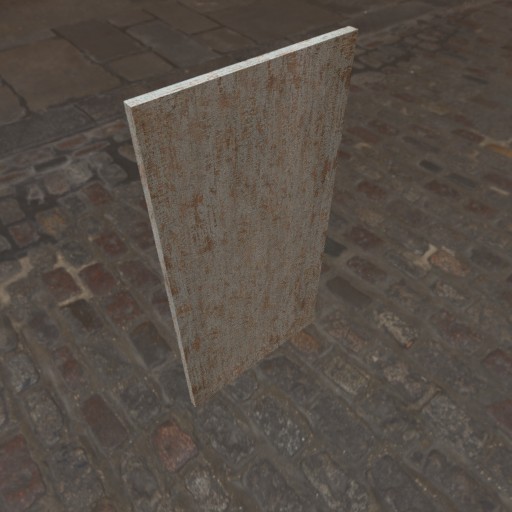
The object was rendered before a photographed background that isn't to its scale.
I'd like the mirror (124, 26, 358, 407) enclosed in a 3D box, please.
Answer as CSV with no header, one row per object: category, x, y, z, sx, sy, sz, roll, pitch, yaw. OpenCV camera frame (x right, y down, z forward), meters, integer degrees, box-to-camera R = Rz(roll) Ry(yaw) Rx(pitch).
mirror,0.000,0.000,1.057,0.472,0.922,0.027,-31,53,-26
